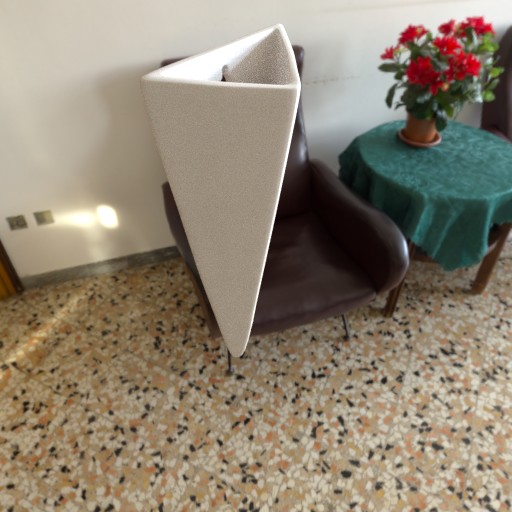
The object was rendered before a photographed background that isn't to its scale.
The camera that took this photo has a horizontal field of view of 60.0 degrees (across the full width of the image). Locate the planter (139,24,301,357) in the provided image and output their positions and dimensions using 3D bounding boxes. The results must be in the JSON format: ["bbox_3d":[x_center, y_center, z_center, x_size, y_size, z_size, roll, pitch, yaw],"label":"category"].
[{"bbox_3d":[0.000,0.000,0.390,0.065,0.338,0.143,26,48,26],"label":"planter"}]
